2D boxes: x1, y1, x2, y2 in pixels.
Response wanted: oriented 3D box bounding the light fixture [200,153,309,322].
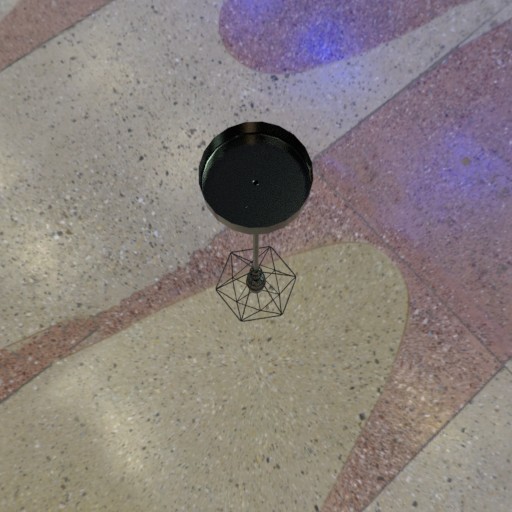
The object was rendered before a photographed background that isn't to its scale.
[{"bbox_3d":[0.000,0.000,1.986,0.431,1.764,0.487,-38,79,-9],"label":"light fixture"}]
